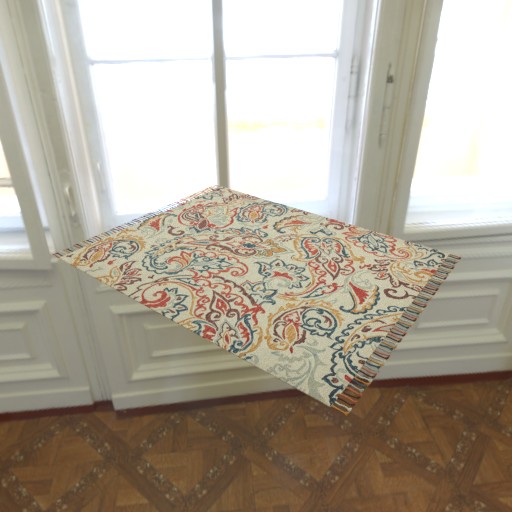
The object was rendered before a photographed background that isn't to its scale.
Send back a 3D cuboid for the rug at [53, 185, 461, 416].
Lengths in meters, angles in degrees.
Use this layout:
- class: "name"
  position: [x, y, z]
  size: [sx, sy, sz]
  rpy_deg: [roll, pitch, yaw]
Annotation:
- class: "rug"
  position: [0.000, 0.000, 4.423]
  size: [3.274, 0.015, 2.439]
  rpy_deg: [21, 36, 32]
